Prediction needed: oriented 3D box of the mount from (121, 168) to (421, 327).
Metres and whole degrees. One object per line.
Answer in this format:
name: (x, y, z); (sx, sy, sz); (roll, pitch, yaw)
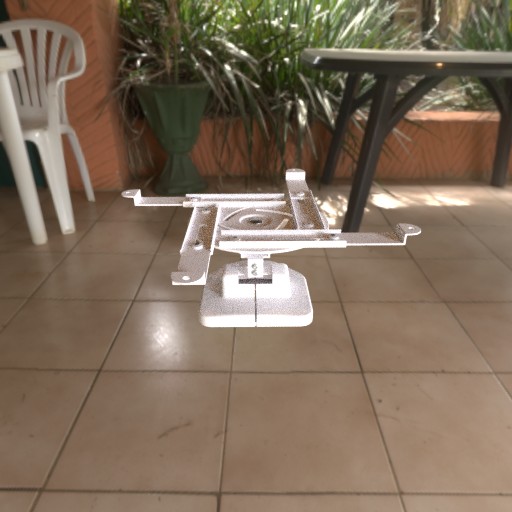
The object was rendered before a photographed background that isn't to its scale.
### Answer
mount: (0.000, 0.000, 0.625); (0.394, 0.141, 0.394); (0, 27, -1)
